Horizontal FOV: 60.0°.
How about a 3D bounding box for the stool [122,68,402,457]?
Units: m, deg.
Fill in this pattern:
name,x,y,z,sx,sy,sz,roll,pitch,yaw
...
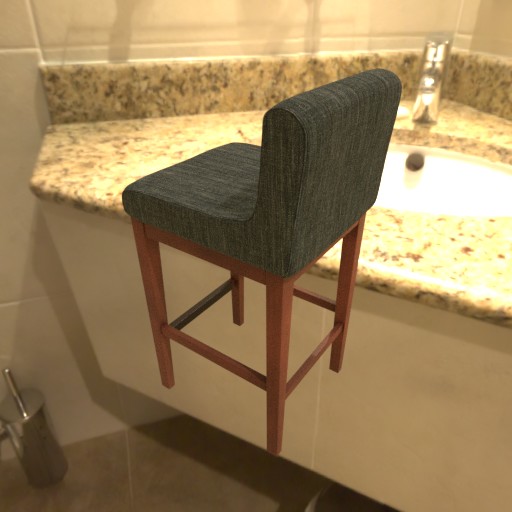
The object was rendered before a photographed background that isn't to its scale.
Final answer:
name,x,y,z,sx,sy,sz,roll,pitch,yaw
stool,0.000,0.000,1.066,0.459,0.835,0.395,20,37,29
